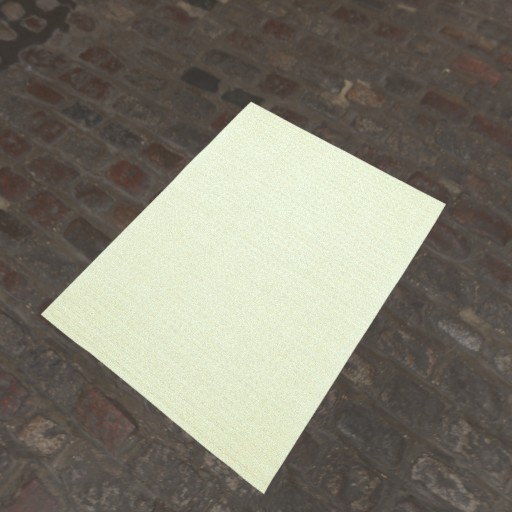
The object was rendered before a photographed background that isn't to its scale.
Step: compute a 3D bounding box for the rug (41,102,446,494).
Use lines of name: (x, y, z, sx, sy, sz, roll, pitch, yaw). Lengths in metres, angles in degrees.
rug: (0.000, 0.000, 4.236, 2.452, 0.016, 3.204, 33, 68, 15)
